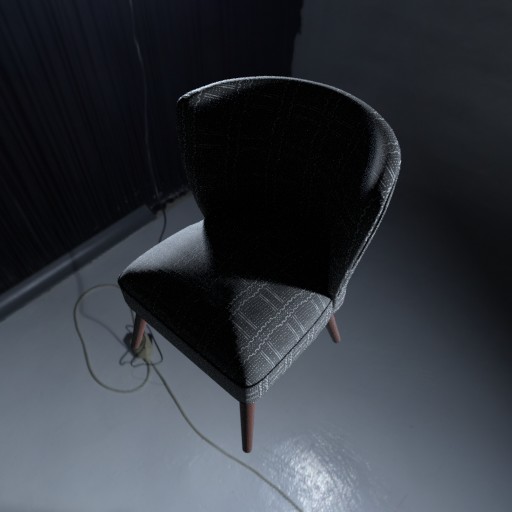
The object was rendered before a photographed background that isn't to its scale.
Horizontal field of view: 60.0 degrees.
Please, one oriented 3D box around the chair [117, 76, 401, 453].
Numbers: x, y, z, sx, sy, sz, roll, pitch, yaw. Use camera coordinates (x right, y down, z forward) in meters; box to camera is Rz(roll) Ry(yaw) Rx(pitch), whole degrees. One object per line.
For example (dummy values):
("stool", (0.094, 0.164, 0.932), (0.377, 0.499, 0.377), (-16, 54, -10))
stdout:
("chair", (0.000, 0.000, 1.432), (0.710, 0.866, 0.758), (33, 56, 26))
